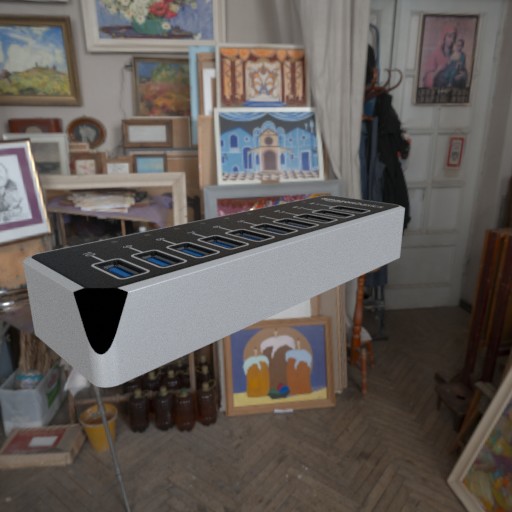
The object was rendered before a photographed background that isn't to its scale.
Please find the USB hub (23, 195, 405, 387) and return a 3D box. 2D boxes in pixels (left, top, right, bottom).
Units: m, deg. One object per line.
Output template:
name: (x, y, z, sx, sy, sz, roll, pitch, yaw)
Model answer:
USB hub: (0.000, 0.000, 0.161, 0.044, 0.023, 0.145, 16, 24, 42)
